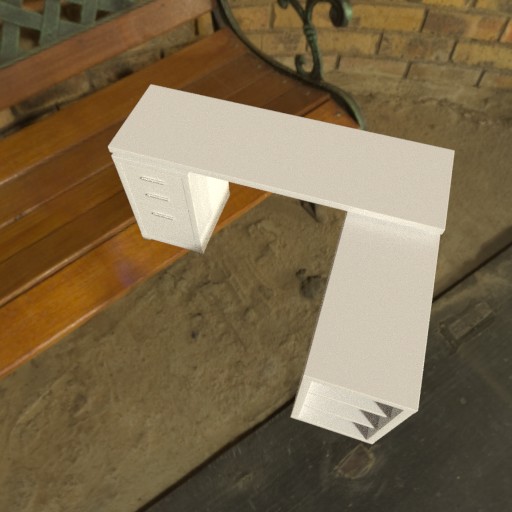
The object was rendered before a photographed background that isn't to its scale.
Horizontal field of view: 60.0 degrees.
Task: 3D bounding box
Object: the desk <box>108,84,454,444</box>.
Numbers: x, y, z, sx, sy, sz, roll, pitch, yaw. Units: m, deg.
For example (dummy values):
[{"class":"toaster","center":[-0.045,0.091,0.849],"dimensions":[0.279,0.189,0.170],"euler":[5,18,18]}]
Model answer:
[{"class":"desk","center":[0.000,0.000,2.174],"dimensions":[1.524,0.753,1.200],"euler":[15,60,9]}]
